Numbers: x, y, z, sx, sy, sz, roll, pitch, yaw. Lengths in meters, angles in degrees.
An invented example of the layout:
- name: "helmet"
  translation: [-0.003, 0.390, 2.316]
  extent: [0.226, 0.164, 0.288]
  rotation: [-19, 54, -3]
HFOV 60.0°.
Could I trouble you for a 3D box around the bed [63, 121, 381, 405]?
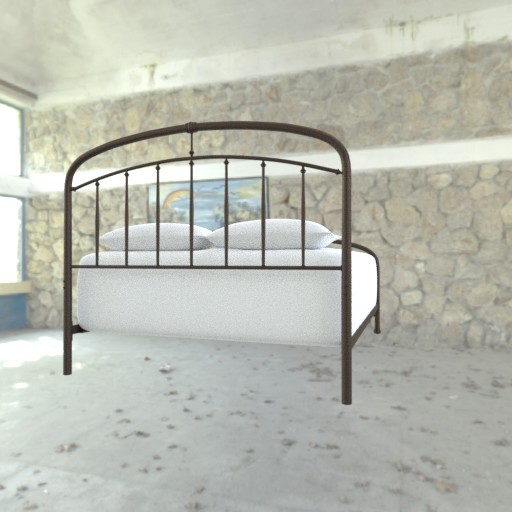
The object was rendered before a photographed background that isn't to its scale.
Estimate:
- name: "bed"
  translation: [0.000, 0.000, 3.381]
  extent: [1.711, 1.425, 2.180]
  rotation: [0, -1, 19]
